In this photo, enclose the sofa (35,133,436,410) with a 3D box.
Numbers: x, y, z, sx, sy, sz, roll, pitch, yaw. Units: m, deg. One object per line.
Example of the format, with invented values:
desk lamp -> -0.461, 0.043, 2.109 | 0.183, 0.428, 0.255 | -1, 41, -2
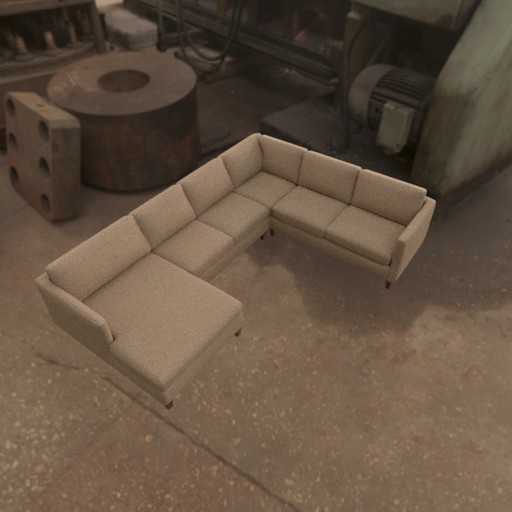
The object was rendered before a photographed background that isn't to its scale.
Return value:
sofa -> 0.000, 0.000, 4.607 | 2.551, 0.889, 3.403 | 26, 48, 26
